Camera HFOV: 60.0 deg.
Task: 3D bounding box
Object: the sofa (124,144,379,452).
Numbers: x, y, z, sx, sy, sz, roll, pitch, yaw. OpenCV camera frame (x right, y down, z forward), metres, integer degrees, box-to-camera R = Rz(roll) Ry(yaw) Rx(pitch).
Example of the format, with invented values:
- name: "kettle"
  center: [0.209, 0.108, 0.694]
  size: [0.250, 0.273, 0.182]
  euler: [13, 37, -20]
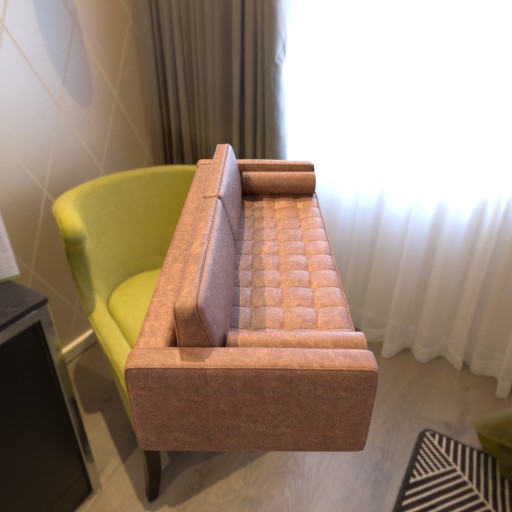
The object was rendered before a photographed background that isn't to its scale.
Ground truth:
- name: "sofa"
  center: [0.000, 0.000, 2.547]
  size: [0.914, 0.762, 2.210]
  euler: [0, 31, 0]
